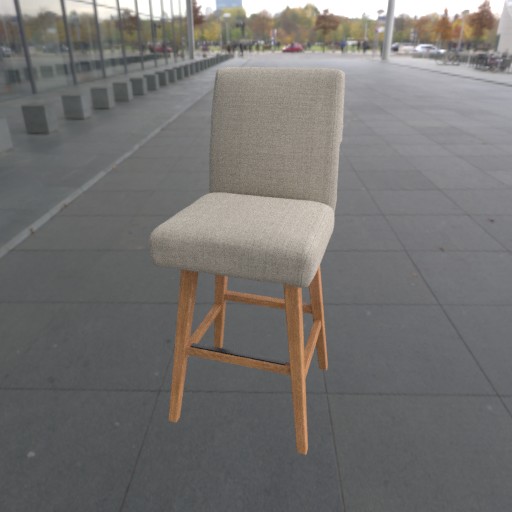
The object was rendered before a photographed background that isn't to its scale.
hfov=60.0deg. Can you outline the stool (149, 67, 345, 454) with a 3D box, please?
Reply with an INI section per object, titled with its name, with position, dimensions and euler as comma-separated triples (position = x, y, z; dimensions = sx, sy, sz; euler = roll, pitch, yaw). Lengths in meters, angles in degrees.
[stool]
position = 0.000, 0.000, 1.439
dimensions = 0.483, 1.106, 0.569
euler = 8, 27, 15
